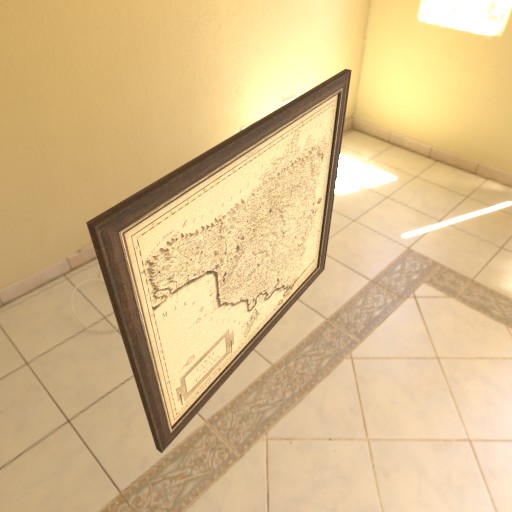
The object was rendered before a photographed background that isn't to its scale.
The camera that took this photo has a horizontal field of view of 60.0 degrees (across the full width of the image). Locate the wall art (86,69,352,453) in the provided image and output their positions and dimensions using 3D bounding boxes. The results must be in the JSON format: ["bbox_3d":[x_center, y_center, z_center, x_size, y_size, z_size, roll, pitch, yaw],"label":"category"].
[{"bbox_3d":[0.000,0.000,1.407,0.023,0.875,1.033,25,47,26],"label":"wall art"}]
